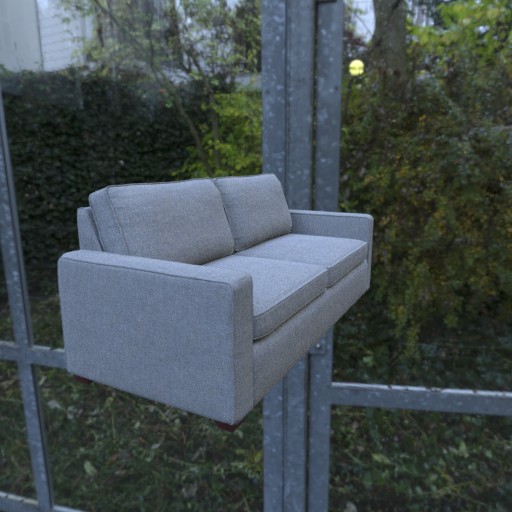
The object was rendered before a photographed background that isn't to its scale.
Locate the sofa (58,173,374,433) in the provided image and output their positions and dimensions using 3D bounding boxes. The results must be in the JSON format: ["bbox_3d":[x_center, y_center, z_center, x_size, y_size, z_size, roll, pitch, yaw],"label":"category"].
[{"bbox_3d":[0.000,0.000,2.655,0.945,0.918,2.078,7,14,27],"label":"sofa"}]
